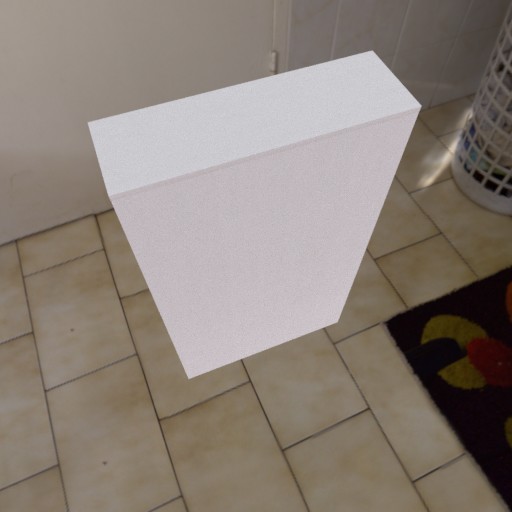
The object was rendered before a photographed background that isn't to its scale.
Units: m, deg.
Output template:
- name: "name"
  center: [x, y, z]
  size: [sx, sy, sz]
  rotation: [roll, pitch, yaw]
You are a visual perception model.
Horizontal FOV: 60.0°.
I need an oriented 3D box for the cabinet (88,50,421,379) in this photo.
- name: "cabinet"
  center: [0.000, 0.000, 1.587]
  size: [0.750, 1.280, 0.250]
  rotation: [-19, 60, -11]
